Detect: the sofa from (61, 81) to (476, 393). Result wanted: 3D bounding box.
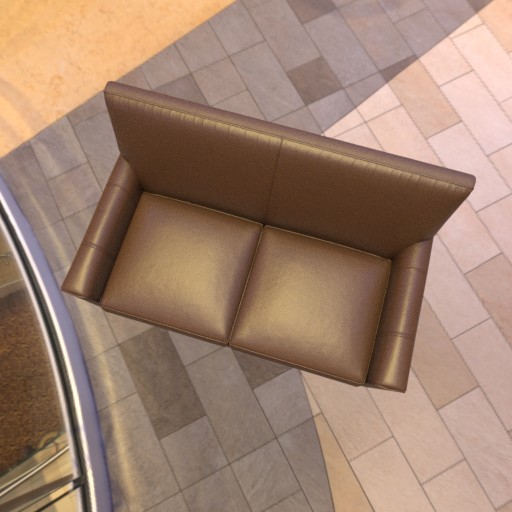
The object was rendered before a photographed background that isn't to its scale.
[{"bbox_3d":[0.000,0.000,2.011,1.468,0.859,0.853,16,76,4],"label":"sofa"}]
